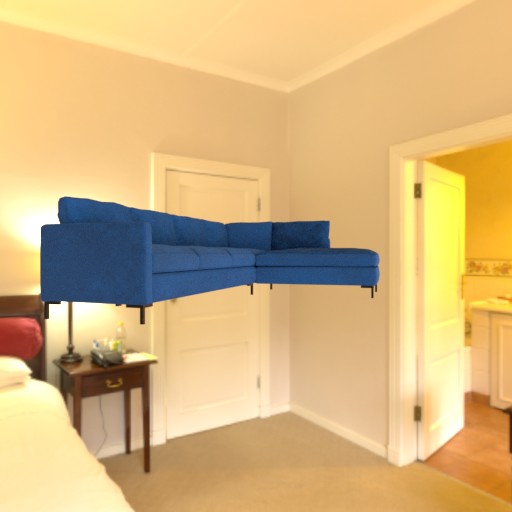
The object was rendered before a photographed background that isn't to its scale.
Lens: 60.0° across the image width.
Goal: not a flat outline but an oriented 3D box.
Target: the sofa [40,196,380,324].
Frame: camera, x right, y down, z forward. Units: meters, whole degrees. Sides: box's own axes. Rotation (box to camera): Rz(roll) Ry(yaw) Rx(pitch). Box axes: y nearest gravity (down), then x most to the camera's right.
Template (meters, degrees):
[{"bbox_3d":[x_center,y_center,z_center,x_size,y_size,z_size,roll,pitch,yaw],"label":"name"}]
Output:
[{"bbox_3d":[0.000,0.000,3.314,1.707,0.687,2.486,0,0,18],"label":"sofa"}]
